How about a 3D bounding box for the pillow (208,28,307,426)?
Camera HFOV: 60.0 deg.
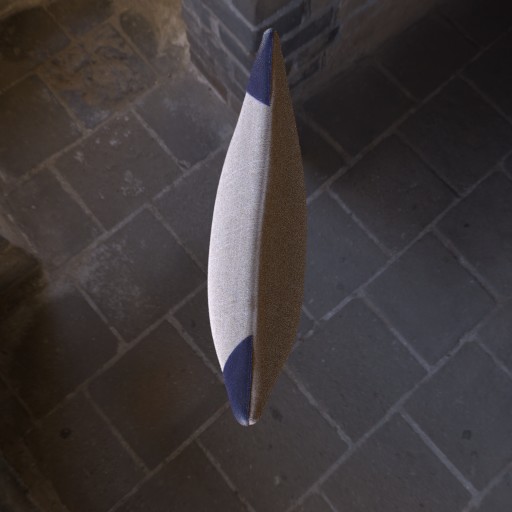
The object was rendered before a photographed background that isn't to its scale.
[{"bbox_3d":[0.000,0.000,0.671,0.147,0.441,0.440,2,77,1],"label":"pillow"}]
